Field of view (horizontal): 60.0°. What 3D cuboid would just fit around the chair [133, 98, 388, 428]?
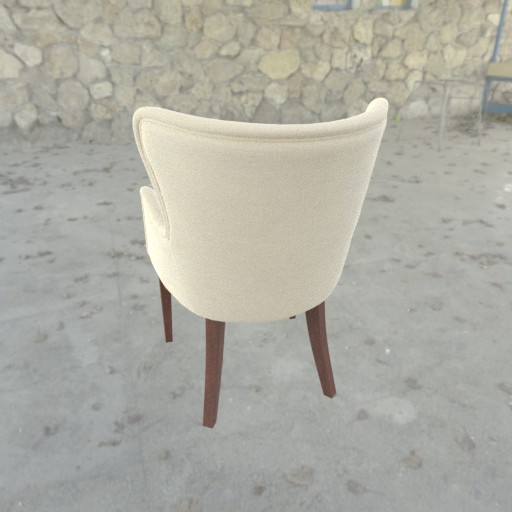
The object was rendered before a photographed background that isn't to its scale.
[{"bbox_3d":[0.000,0.000,1.452,0.696,0.990,0.744,-8,26,-17],"label":"chair"}]
